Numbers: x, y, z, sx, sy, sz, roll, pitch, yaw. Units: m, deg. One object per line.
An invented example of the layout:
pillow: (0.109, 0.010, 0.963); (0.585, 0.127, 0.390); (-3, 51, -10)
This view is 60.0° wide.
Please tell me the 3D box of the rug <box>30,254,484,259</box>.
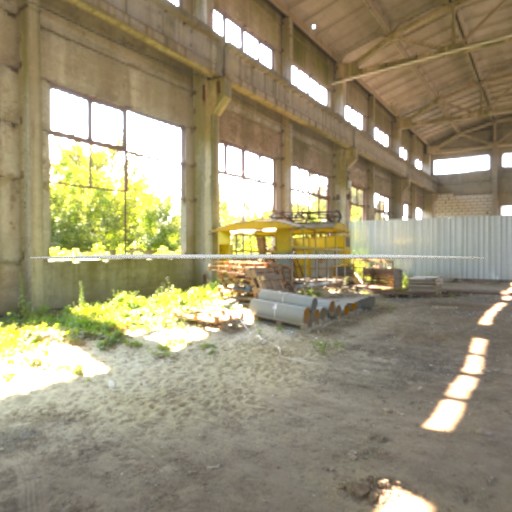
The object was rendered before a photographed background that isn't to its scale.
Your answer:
rug: (0.000, 0.000, 4.080); (2.980, 0.012, 2.363); (0, 1, -1)
